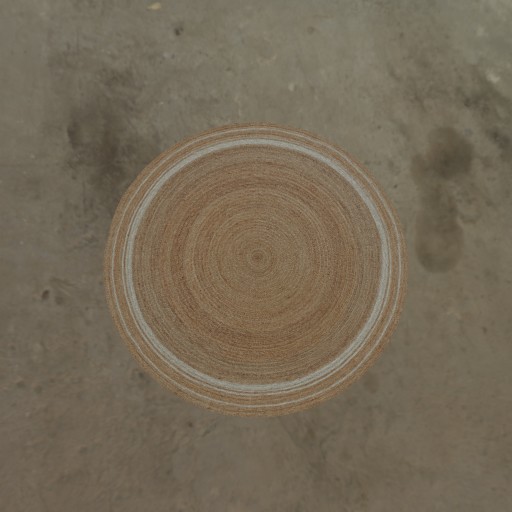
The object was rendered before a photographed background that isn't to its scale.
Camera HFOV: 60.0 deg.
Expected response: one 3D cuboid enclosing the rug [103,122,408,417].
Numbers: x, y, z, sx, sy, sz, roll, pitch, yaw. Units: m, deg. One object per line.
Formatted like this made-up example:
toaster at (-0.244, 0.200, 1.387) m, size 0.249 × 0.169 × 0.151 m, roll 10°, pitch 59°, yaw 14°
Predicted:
rug at (0.000, 0.000, 3.568) m, size 2.444 × 0.015 × 2.444 m, roll 0°, pitch 74°, yaw 0°
